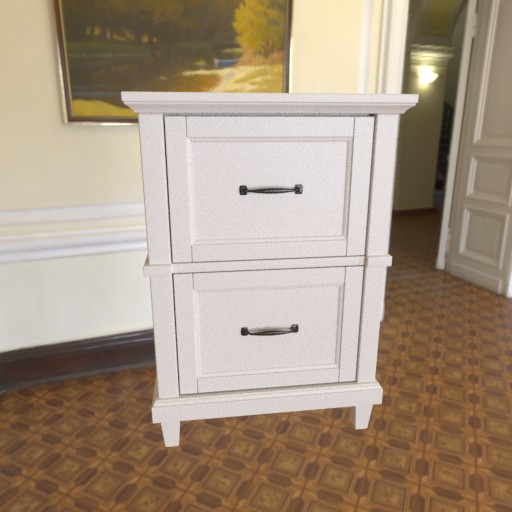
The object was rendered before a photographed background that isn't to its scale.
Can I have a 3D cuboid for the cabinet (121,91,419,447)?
[{"bbox_3d":[0.000,0.000,1.168,0.544,0.775,0.547,-2,17,-7],"label":"cabinet"}]
